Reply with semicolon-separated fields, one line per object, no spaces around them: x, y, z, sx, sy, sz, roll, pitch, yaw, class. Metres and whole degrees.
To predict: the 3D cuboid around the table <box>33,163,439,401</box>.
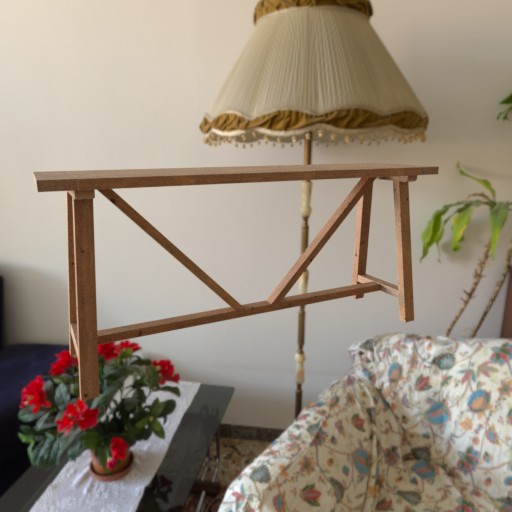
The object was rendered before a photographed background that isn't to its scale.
0.000;0.000;2.099;1.800;0.810;0.465;-7;16;-26;table
